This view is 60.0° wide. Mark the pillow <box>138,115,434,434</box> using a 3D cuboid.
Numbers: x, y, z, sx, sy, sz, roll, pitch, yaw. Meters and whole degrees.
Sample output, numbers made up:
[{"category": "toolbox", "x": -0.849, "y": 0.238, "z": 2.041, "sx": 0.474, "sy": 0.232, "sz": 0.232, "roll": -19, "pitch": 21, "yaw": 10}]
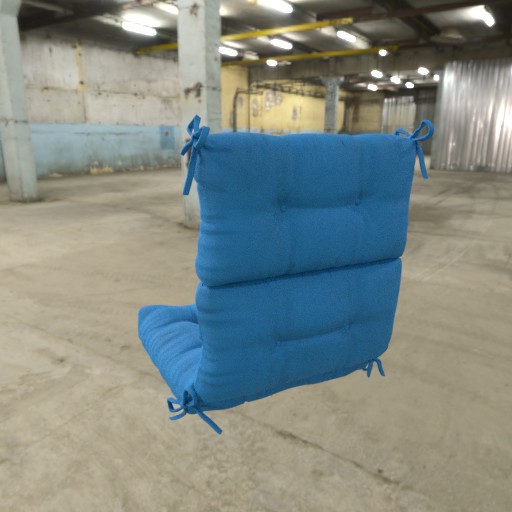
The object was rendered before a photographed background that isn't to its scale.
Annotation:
[{"category": "pillow", "x": 0.000, "y": 0.000, "z": 1.044, "sx": 0.519, "sy": 0.605, "sz": 0.571, "roll": -7, "pitch": 16, "yaw": -26}]
